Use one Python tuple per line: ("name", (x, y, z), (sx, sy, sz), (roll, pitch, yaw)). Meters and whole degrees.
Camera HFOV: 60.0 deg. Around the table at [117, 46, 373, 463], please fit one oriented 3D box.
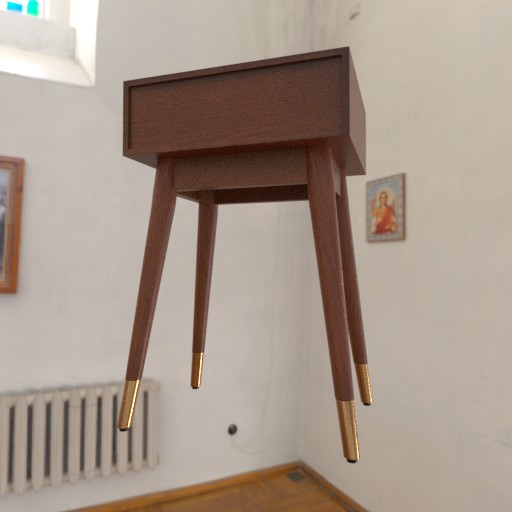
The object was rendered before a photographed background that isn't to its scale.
("table", (0.000, 0.000, 0.836), (0.406, 0.599, 0.300), (0, -1, 18))
